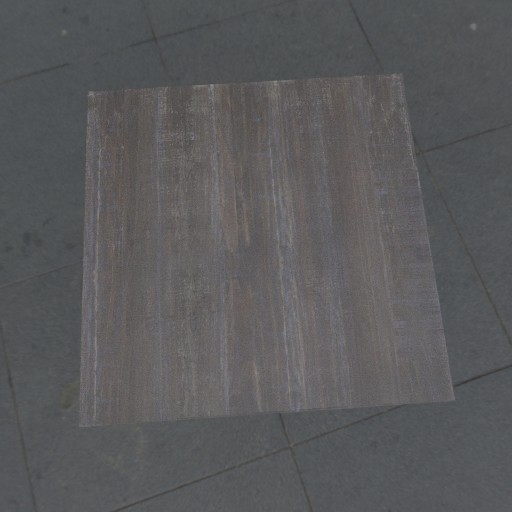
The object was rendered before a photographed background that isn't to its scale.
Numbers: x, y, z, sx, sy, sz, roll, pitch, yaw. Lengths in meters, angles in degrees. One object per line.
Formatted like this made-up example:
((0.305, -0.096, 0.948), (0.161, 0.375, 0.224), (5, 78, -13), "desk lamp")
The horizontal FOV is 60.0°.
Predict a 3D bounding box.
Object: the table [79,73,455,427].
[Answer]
((0.000, 0.000, 1.093), (0.696, 0.400, 0.696), (-4, 76, -1), "table")
